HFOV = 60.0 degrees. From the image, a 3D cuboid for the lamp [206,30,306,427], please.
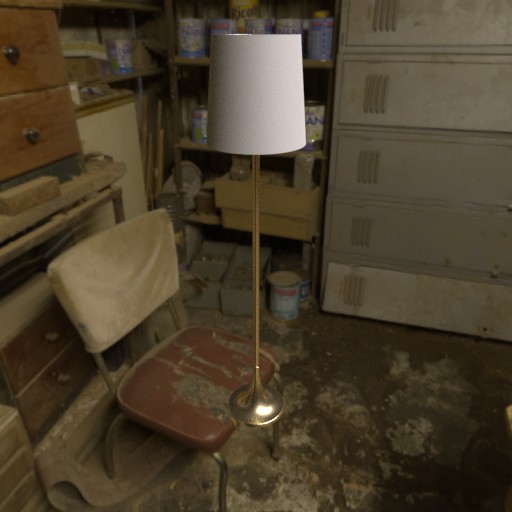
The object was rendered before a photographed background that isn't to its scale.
[{"bbox_3d":[0.000,0.000,1.699,0.337,1.543,0.337,0,27,0],"label":"lamp"}]
